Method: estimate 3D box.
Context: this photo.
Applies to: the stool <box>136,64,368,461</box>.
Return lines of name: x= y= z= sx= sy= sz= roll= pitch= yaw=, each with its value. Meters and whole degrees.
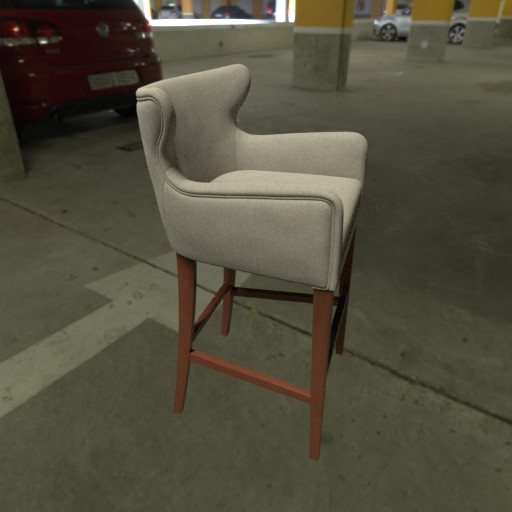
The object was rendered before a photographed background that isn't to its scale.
stool: x=0.000 y=0.000 z=1.383 sx=0.575 sy=1.047 sz=0.575 roll=9 pitch=30 yaw=16
